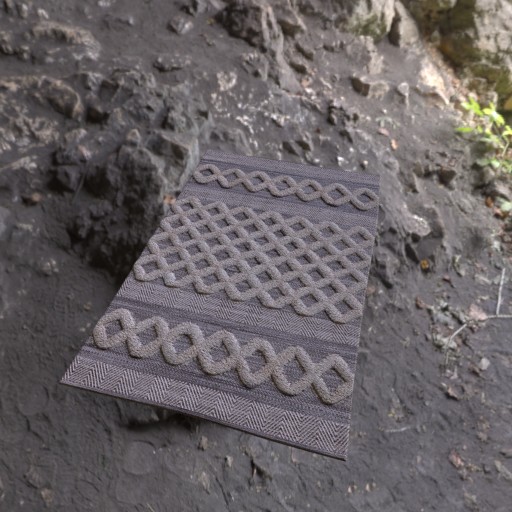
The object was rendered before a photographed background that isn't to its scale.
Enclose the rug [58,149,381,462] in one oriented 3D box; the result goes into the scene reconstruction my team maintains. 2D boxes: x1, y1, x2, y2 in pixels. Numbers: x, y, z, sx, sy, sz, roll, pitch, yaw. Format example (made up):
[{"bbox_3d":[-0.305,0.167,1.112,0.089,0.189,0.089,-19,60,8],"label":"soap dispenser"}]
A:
[{"bbox_3d":[0.000,0.000,2.961,1.513,0.033,2.333,11,46,11],"label":"rug"}]
